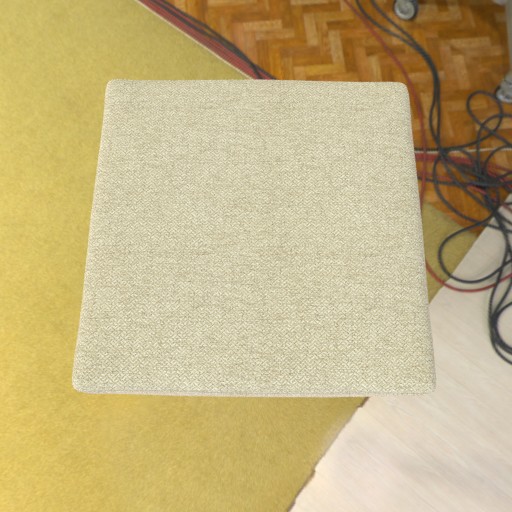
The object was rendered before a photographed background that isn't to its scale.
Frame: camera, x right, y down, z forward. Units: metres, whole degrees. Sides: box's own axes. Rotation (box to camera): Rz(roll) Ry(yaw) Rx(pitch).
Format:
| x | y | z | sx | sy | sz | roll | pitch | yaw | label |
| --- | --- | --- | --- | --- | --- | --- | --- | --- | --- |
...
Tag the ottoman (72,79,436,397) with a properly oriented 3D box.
| x | y | z | sx | sy | sz | roll | pitch | yaw | label |
| --- | --- | --- | --- | --- | --- | --- | --- | --- | --- |
| 0.000 | 0.000 | 0.852 | 0.508 | 0.432 | 0.508 | 1 | 75 | 0 | ottoman |
